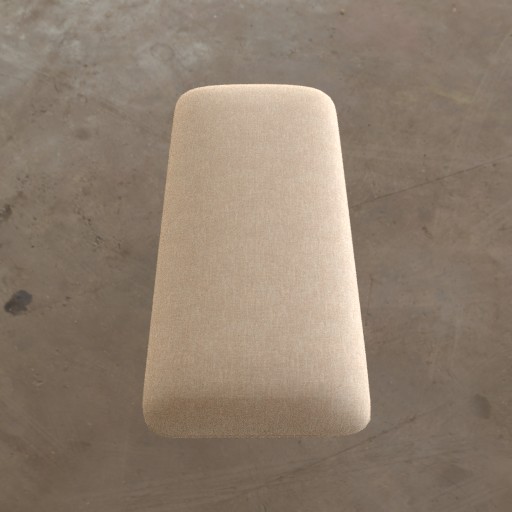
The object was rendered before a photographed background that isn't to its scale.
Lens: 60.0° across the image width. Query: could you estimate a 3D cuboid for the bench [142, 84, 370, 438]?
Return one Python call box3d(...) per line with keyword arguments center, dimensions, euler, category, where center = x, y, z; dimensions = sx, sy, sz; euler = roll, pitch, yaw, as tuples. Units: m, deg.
box3d(center=(0.000, 0.000, 1.266), dimensions=(0.483, 0.483, 0.991), euler=(0, 63, 0), category="bench")
